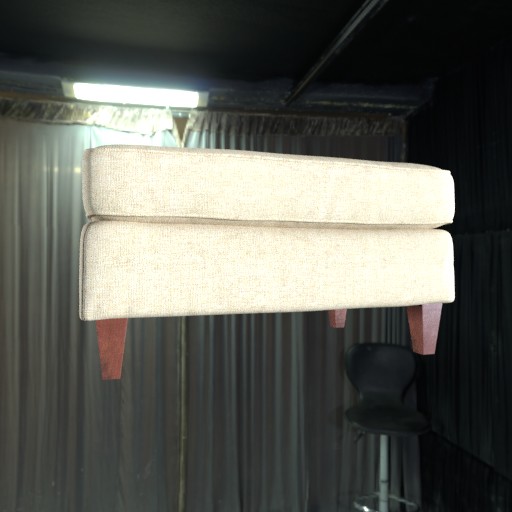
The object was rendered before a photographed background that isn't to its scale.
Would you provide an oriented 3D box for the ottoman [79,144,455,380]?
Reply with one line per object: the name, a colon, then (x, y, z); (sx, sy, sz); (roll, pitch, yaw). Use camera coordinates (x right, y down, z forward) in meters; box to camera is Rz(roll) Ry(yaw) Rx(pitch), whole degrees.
ottoman: (0.000, 0.000, 1.206); (0.862, 0.484, 0.583); (0, 0, -18)
